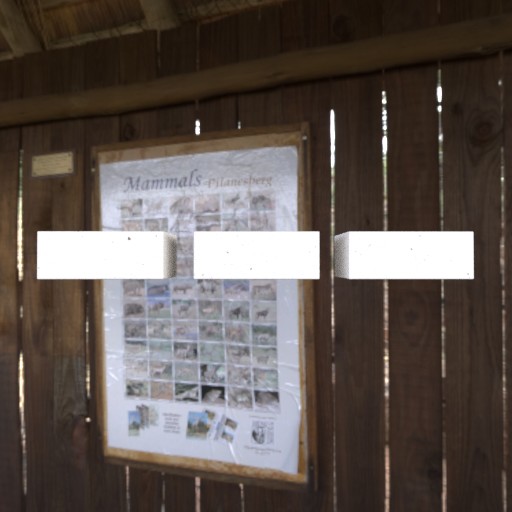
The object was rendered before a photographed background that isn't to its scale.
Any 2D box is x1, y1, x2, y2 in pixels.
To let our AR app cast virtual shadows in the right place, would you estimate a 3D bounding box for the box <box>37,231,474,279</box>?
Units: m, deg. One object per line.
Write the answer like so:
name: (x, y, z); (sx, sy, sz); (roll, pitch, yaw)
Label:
box: (0.000, 0.000, 0.508); (0.461, 0.051, 0.082); (0, -1, 0)
